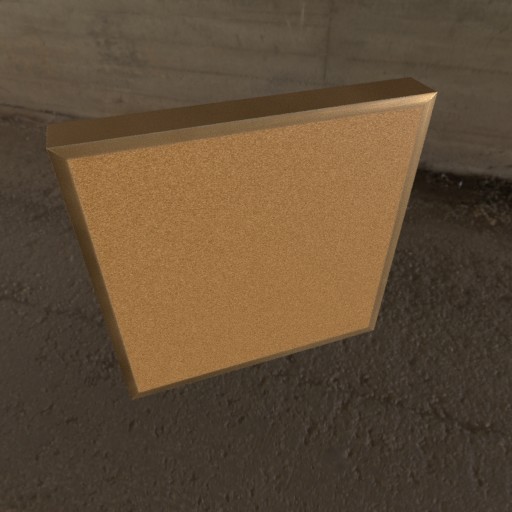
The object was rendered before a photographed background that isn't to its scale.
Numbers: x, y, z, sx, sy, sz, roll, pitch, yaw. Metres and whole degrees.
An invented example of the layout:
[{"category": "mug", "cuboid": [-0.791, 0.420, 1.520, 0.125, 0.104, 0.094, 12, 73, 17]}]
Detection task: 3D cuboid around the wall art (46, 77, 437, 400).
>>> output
[{"category": "wall art", "cuboid": [0.000, 0.000, 0.441, 0.305, 0.303, 0.038, -13, 42, -14]}]
